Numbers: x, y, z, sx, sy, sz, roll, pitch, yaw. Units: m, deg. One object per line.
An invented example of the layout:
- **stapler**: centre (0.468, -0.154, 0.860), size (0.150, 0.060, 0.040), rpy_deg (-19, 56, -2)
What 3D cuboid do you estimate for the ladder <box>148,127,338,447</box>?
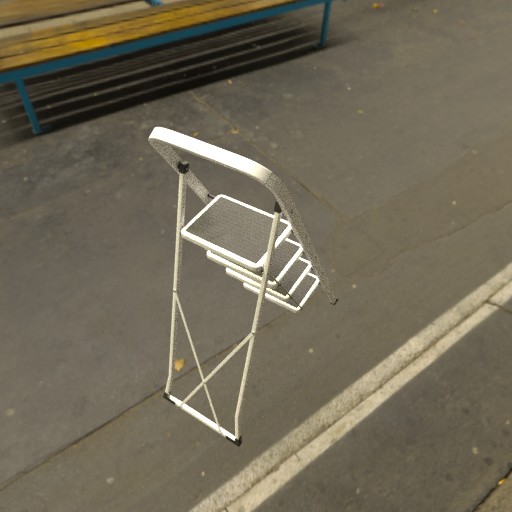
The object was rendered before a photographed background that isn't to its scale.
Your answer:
- **ladder**: centre (0.000, 0.000, 1.704), size (0.460, 1.265, 0.914), rpy_deg (25, 52, 21)
